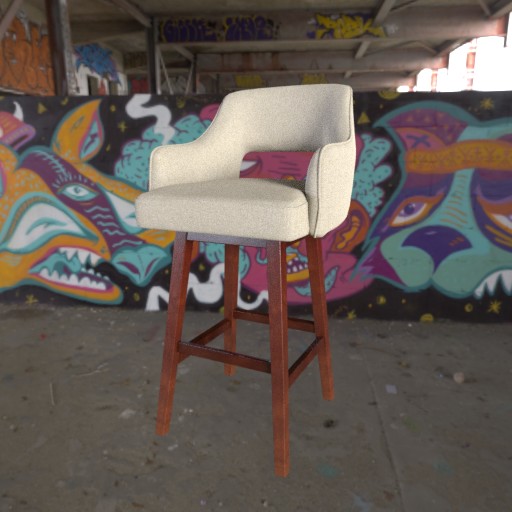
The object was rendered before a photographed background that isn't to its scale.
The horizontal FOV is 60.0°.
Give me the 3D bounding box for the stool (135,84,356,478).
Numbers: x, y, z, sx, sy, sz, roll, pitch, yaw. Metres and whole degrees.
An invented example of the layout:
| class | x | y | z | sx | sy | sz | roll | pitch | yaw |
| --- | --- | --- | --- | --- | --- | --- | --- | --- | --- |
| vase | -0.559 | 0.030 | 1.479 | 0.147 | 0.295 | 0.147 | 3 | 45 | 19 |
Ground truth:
| class | x | y | z | sx | sy | sz | roll | pitch | yaw |
| --- | --- | --- | --- | --- | --- | --- | --- | --- | --- |
| stool | 0.000 | 0.000 | 1.348 | 0.550 | 1.041 | 0.560 | 6 | 14 | 26 |
